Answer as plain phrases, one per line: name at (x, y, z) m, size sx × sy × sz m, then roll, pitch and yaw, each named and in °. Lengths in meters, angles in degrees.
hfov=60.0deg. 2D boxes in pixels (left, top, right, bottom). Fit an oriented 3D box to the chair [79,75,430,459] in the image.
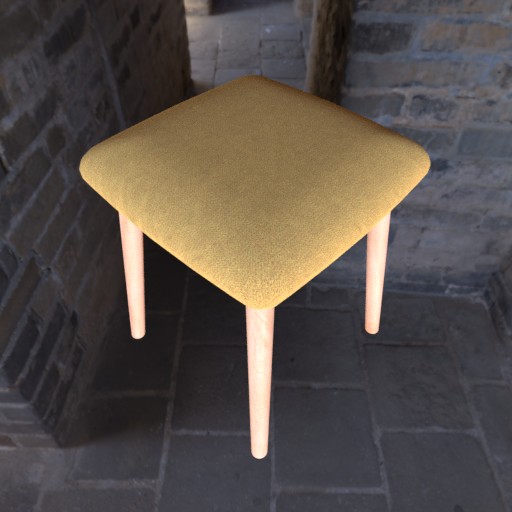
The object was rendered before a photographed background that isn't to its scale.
chair at (0.000, 0.000, 0.702) m, size 0.350 × 0.440 × 0.350 m, roll 35°, pitch 56°, yaw 28°
